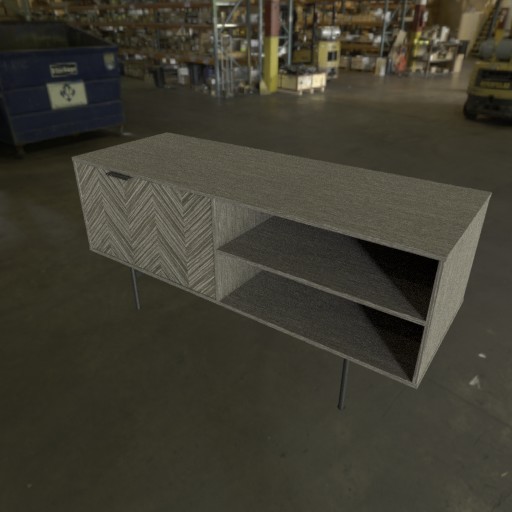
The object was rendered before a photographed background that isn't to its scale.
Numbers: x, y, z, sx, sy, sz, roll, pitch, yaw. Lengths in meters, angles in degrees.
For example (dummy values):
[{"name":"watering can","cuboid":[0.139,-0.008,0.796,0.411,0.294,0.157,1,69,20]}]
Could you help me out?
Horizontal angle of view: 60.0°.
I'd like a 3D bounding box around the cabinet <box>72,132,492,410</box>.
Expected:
[{"name":"cabinet","cuboid":[0.000,0.000,1.561,1.300,0.599,0.500,19,33,31]}]
